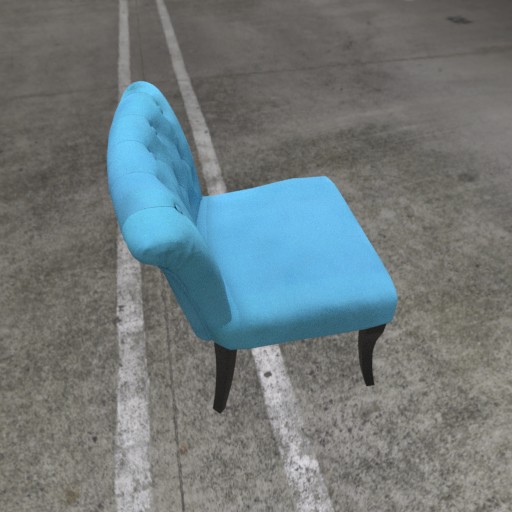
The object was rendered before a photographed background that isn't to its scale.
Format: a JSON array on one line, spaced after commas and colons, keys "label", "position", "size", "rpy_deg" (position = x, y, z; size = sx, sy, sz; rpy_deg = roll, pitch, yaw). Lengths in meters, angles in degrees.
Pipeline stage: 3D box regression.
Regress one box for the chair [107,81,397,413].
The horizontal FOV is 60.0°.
[{"label": "chair", "position": [0.000, 0.000, 1.159], "size": [0.605, 0.750, 0.582], "rpy_deg": [-10, 46, -9]}]
